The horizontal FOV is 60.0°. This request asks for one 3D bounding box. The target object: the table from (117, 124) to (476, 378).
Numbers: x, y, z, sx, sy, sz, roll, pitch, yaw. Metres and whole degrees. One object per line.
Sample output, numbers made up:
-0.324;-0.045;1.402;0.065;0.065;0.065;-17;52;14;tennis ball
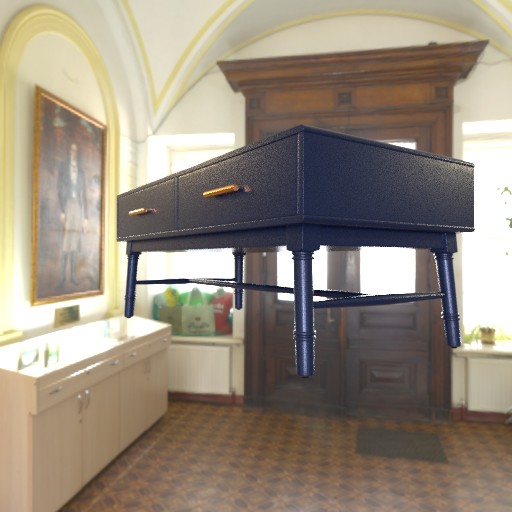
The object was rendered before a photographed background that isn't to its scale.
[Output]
0.000;0.000;1.362;0.572;0.457;1.067;0;0;-34;table
